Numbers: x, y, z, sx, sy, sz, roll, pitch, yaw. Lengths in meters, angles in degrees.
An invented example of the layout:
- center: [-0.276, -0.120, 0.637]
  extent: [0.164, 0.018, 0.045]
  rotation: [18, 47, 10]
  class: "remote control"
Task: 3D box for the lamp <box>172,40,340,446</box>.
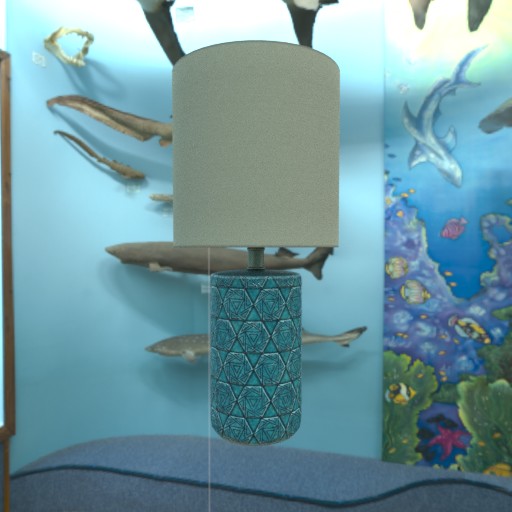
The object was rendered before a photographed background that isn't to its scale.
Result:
- center: [0.000, 0.000, 0.752]
  extent: [0.278, 0.597, 0.278]
  rotation: [0, 1, 19]
  class: "lamp"
